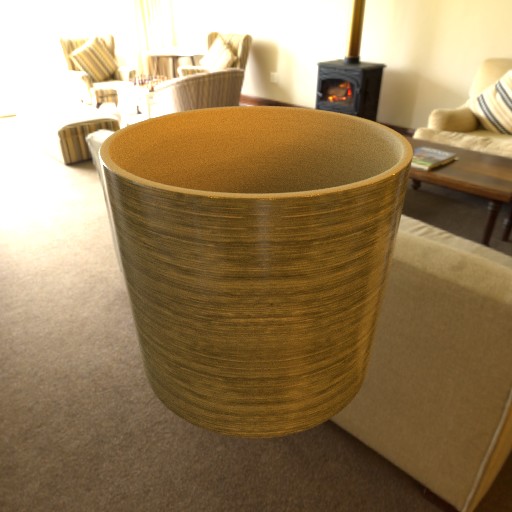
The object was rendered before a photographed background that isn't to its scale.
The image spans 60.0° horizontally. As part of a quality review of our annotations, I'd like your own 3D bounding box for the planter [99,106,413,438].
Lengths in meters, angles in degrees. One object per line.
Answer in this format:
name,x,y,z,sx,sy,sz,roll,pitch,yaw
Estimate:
planter,0.000,0.000,0.377,0.221,0.201,0.221,0,31,0
